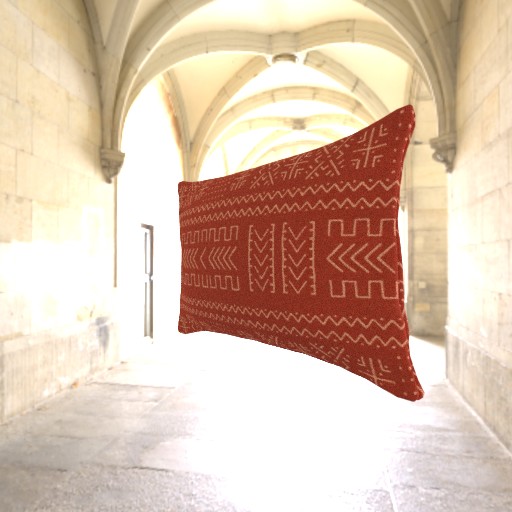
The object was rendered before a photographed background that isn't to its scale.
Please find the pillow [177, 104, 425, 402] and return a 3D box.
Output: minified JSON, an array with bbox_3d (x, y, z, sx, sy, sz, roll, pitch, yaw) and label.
[{"bbox_3d":[0.000,0.000,0.771,0.130,0.352,0.640,1,-1,-36],"label":"pillow"}]
